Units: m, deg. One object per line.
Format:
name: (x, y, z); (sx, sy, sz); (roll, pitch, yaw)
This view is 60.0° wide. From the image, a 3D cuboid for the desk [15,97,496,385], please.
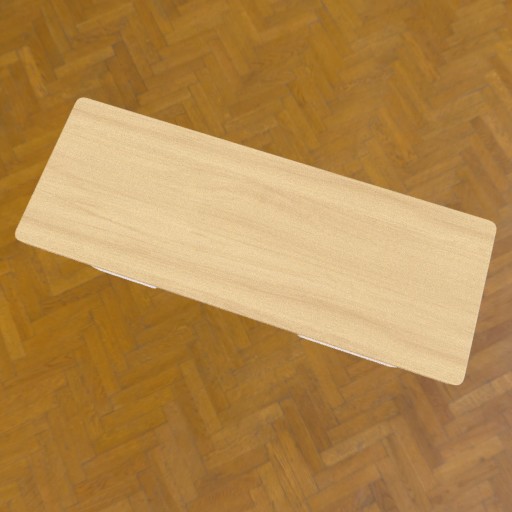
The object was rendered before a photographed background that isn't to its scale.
desk: (0.000, 0.000, 1.823); (1.500, 0.755, 0.550); (18, 78, 4)
